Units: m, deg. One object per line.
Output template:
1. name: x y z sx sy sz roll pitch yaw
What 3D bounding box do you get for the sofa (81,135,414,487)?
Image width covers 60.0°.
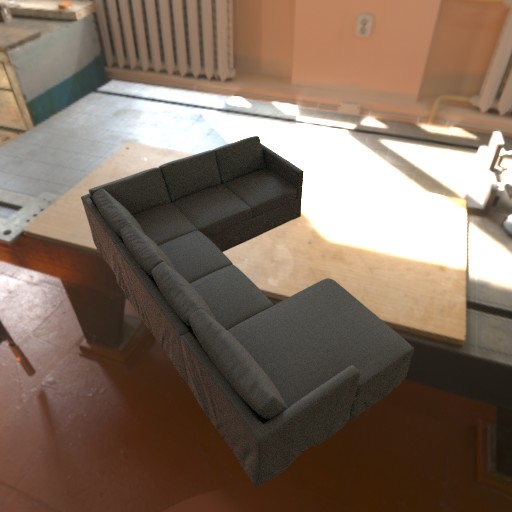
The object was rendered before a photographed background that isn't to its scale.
1. sofa: 0.000 0.000 4.585 2.476 0.878 3.528 -25 47 -26
